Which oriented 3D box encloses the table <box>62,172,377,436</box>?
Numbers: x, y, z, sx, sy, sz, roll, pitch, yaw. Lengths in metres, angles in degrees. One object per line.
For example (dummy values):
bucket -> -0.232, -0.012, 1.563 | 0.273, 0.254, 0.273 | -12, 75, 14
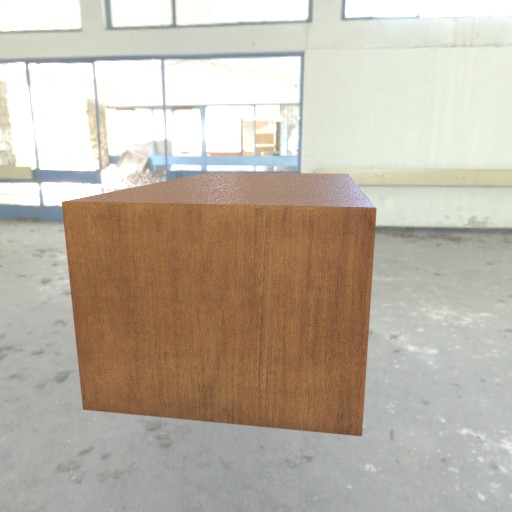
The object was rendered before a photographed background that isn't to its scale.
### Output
table -> 0.000, 0.000, 1.280 | 0.549, 0.419, 1.000 | 2, 14, 9
